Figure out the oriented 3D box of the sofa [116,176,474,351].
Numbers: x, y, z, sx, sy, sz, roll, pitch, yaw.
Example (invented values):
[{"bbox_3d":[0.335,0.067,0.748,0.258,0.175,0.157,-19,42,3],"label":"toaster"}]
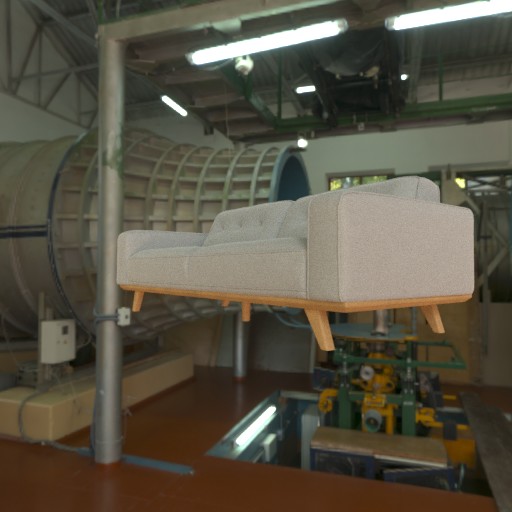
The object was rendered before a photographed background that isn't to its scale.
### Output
[{"bbox_3d":[0.000,0.000,2.709,0.956,0.781,2.270,1,-2,-37],"label":"sofa"}]
